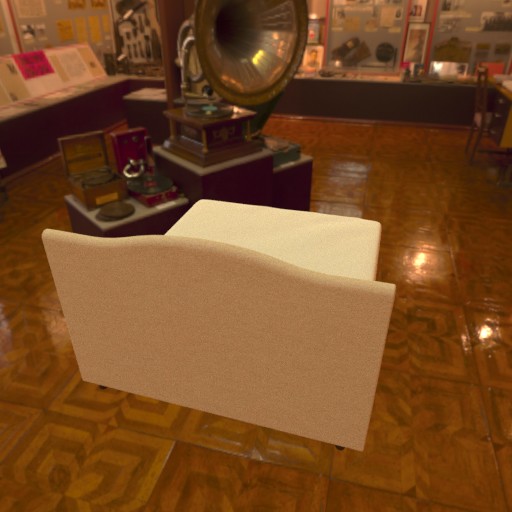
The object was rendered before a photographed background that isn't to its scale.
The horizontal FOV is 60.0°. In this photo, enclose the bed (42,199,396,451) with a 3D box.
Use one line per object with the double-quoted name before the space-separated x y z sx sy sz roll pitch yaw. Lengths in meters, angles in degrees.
"bed" 0.000 0.000 3.623 2.083 1.421 2.182 9 32 14
